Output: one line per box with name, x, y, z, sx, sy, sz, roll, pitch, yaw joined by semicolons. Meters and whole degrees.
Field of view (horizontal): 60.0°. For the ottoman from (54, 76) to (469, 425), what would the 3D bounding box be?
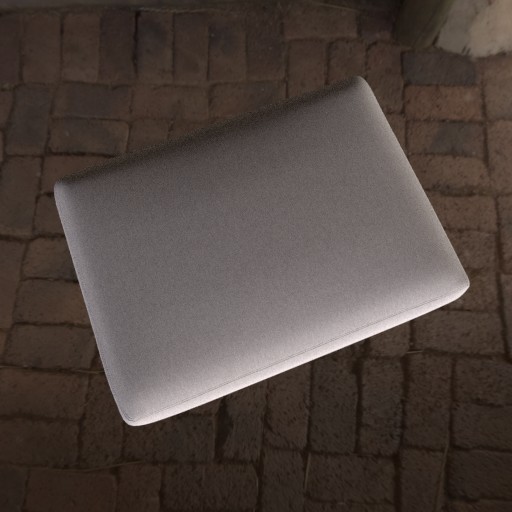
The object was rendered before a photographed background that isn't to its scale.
ottoman;0.000;0.000;1.130;0.773;0.497;0.574;-21;76;-5
